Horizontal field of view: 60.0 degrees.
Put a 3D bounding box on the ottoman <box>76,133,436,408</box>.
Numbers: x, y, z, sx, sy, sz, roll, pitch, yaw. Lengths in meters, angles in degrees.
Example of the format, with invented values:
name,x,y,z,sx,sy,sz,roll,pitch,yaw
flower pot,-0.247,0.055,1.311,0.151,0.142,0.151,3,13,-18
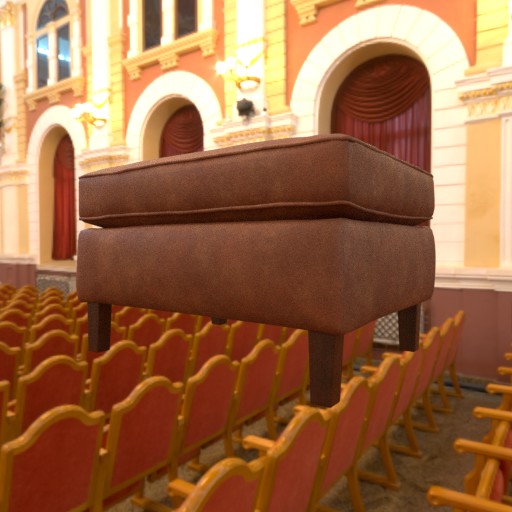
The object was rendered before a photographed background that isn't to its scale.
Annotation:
name,x,y,z,sx,sy,sz,roll,pitch,yaw
ottoman,0.000,0.000,0.972,0.665,0.418,0.501,1,2,36
